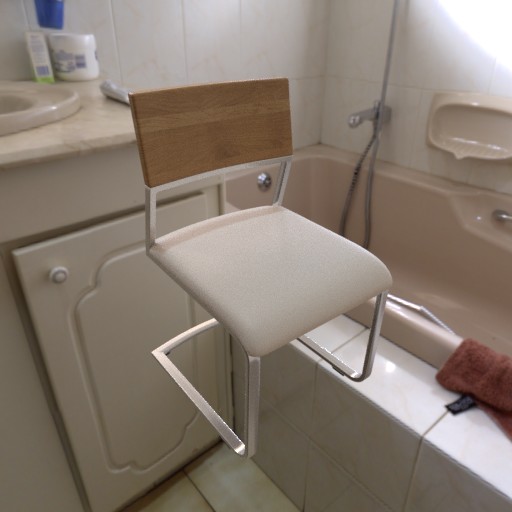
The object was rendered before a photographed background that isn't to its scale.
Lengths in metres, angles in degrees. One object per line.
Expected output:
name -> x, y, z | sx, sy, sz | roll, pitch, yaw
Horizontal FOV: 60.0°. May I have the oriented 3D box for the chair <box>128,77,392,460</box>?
chair -> 0.000, 0.000, 1.204 | 0.467, 0.844, 0.585 | -20, 35, -33
